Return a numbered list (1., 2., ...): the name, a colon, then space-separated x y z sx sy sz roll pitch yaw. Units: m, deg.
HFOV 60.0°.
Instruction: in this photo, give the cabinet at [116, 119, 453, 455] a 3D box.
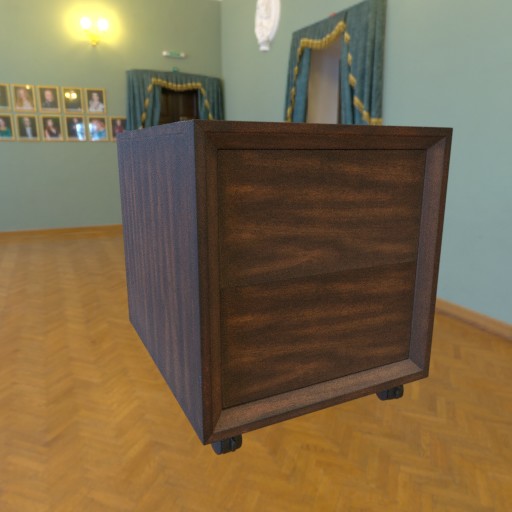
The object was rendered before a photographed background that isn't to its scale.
1. cabinet: 0.000 0.000 0.838 0.402 0.455 0.500 -7 15 -26
